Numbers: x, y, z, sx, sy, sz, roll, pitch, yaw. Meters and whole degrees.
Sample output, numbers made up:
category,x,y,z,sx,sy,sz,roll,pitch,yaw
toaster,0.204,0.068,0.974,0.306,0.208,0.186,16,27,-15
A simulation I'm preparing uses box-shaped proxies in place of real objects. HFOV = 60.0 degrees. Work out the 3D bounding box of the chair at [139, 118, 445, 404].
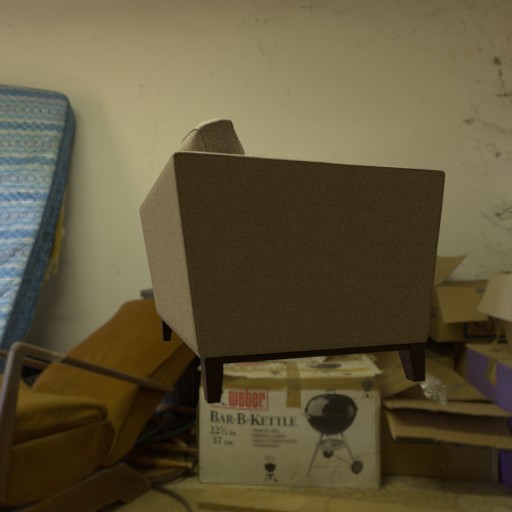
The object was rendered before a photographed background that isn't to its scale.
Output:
category,x,y,z,sx,sy,sz,roll,pitch,yaw
chair,0.000,0.000,2.069,0.965,0.940,1.397,0,-1,-19
